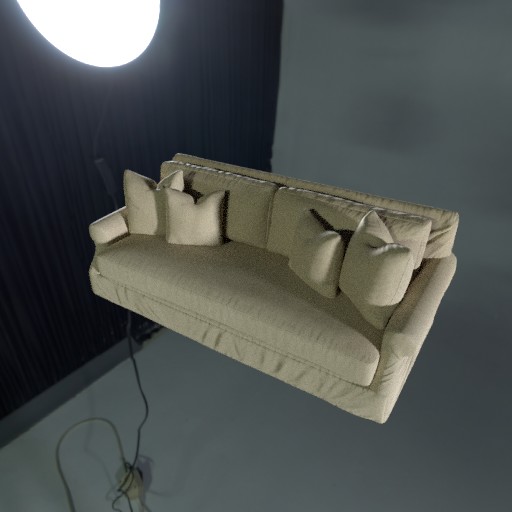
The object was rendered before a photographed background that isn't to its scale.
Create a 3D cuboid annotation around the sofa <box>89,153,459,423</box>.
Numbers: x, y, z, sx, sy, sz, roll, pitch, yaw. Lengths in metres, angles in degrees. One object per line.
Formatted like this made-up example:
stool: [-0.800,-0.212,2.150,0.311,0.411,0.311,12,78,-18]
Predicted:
sofa: [0.000,0.000,2.892,2.285,0.904,1.067,18,34,28]
